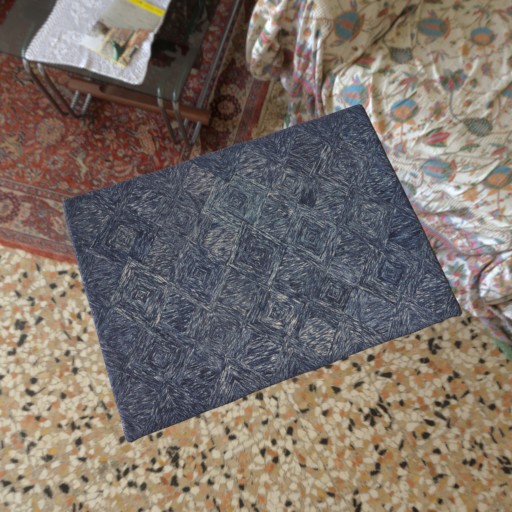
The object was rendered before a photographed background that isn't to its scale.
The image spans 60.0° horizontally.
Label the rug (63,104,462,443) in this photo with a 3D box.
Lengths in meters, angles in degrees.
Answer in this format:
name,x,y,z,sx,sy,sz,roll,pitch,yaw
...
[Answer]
name,x,y,z,sx,sy,sz,roll,pitch,yaw
rug,0.000,0.000,4.243,3.245,0.024,2.385,-20,76,-5
